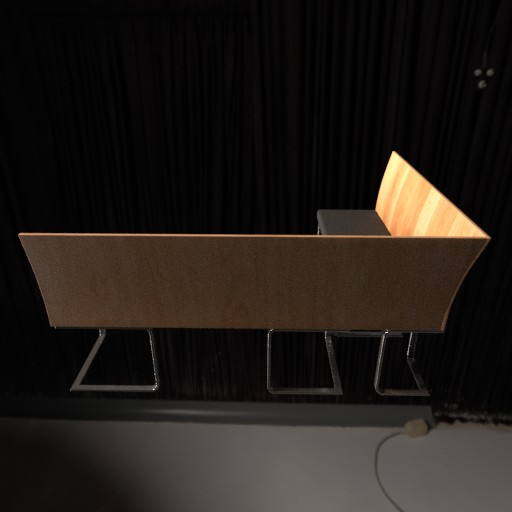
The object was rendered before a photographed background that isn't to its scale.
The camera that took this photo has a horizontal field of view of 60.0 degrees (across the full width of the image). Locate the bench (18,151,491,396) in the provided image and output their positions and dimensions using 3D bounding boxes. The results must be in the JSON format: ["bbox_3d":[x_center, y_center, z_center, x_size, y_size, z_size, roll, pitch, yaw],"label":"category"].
[{"bbox_3d":[0.000,0.000,2.697,1.945,0.930,1.495,0,27,1],"label":"bench"}]
